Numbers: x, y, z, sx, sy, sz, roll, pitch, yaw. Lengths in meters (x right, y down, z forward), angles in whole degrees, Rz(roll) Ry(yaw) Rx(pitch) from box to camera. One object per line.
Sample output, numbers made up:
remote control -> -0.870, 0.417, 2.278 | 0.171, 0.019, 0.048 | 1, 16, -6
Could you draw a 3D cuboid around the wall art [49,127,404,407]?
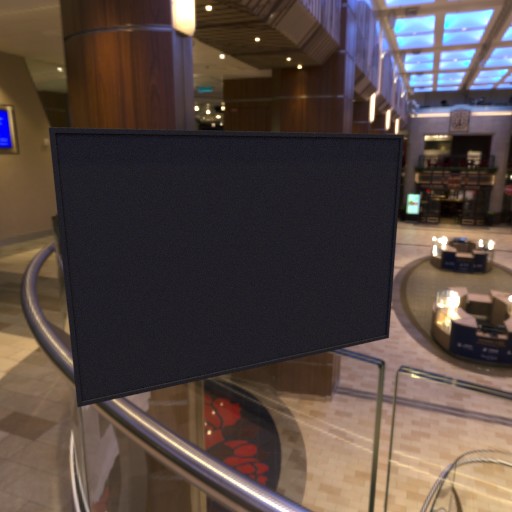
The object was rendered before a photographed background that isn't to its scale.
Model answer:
wall art -> 0.000, 0.000, 1.490 | 1.190, 0.805, 0.028 | -6, 15, -24
